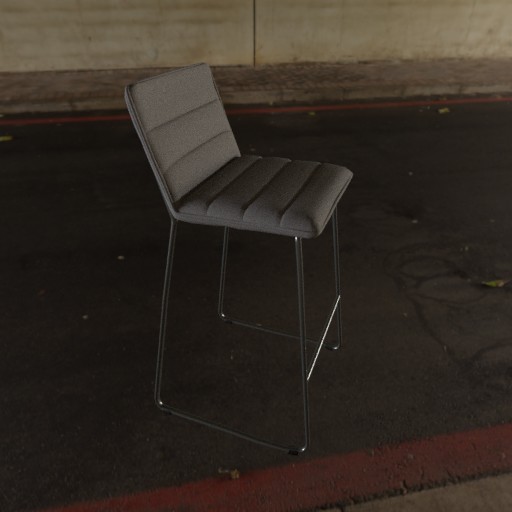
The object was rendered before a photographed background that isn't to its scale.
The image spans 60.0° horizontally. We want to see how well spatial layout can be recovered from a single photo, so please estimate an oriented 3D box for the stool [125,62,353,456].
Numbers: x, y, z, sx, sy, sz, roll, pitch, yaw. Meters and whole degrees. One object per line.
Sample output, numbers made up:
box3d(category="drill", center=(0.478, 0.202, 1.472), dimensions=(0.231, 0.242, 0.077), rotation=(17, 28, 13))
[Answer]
box3d(category="stool", center=(0.000, 0.000, 1.259), dimensions=(0.490, 0.960, 0.490), rotation=(11, 33, 18))
